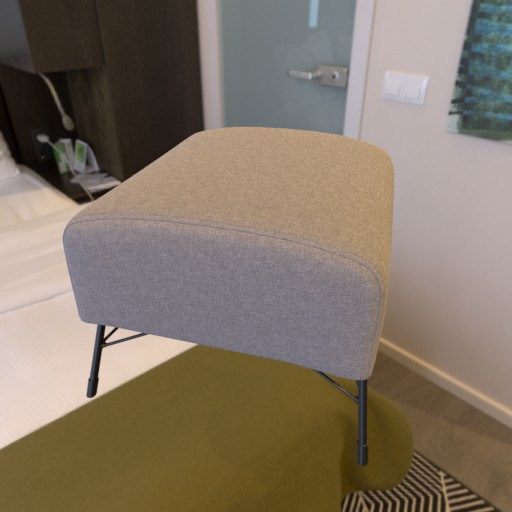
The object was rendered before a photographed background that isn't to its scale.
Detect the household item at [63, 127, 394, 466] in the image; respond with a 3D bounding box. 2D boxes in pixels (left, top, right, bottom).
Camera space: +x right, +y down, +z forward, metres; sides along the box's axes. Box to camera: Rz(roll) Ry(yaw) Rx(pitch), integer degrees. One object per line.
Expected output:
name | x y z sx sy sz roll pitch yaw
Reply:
household item | 0.000 0.000 0.898 0.530 0.410 0.530 8 32 14
